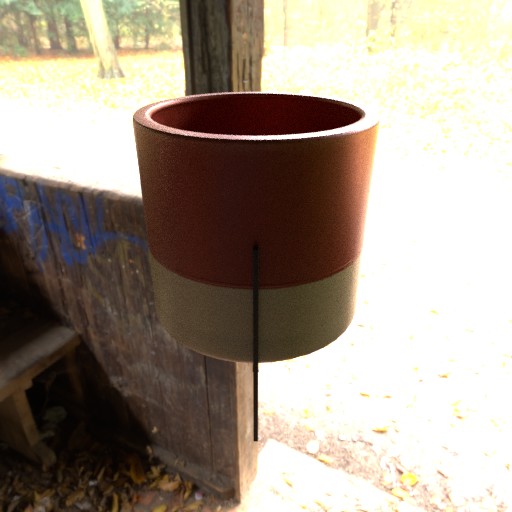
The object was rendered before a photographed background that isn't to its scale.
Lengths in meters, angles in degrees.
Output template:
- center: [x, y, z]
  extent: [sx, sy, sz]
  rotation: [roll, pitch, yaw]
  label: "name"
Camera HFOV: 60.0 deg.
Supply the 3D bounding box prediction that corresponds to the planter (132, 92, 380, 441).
- center: [0.000, 0.000, 0.733]
  extent: [0.345, 0.465, 0.354]
  rotation: [0, 29, 0]
  label: "planter"
